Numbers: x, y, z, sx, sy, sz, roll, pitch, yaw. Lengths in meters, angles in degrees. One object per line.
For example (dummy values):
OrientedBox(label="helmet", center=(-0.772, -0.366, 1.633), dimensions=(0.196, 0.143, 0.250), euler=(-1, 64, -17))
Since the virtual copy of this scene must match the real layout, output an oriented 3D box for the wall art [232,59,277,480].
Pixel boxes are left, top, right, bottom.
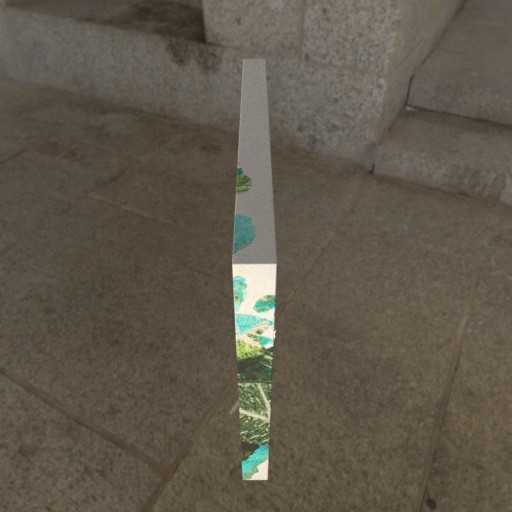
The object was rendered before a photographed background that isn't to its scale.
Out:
OrientedBox(label="wall art", center=(0.000, 0.000, 0.699), dimensions=(0.041, 0.435, 0.507), euler=(0, 42, 0))
